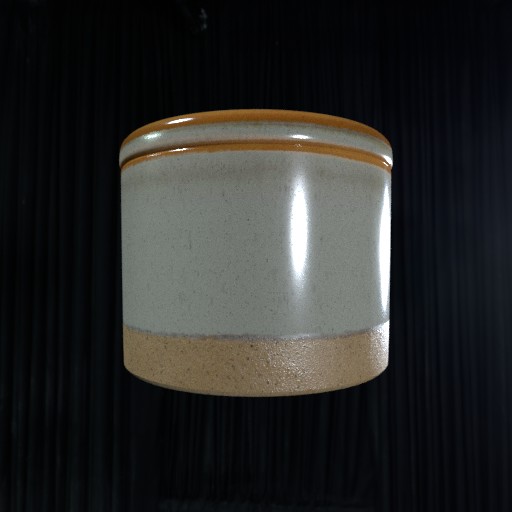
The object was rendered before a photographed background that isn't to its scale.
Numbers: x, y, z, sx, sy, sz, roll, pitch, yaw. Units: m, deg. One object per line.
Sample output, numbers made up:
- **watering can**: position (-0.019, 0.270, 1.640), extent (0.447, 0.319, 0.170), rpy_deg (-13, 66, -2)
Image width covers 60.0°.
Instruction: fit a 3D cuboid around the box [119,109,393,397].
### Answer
- **box**: position (0.000, 0.000, 0.209), extent (0.123, 0.100, 0.123), rpy_deg (0, 0, 0)
